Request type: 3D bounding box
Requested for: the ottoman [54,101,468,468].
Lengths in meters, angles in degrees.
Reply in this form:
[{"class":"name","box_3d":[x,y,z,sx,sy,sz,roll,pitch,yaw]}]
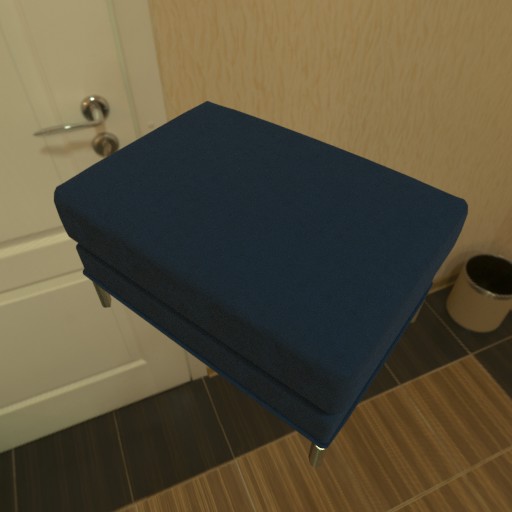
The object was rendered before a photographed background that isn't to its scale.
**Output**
[{"class":"ottoman","box_3d":[0.000,0.000,1.191,0.835,0.498,0.587,29,53,25]}]
